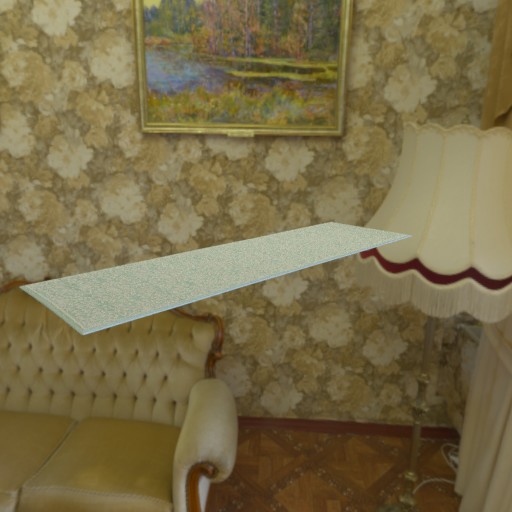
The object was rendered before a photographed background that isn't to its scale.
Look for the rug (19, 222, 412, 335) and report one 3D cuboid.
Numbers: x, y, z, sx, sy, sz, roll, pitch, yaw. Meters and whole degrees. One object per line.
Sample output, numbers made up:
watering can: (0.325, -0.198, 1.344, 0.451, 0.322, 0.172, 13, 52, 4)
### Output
rug: (0.000, 0.000, 2.413, 2.196, 0.011, 0.662, -14, 20, -42)
